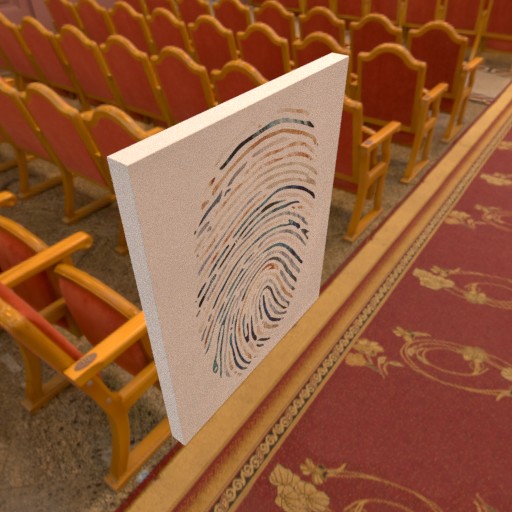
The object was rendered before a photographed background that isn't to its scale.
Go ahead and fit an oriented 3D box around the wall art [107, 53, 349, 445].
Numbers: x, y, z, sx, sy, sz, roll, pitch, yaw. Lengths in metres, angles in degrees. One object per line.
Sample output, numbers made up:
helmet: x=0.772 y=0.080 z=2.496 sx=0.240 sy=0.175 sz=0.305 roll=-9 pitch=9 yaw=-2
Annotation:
wall art: x=0.000 y=0.000 z=0.834 sx=0.037 sy=0.606 sz=0.508 roll=25 pitch=46 yaw=27
